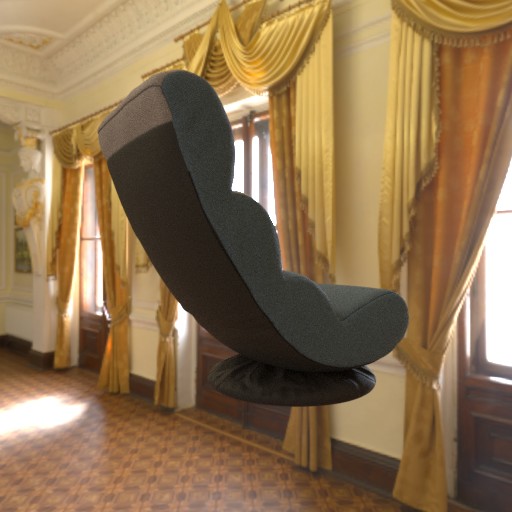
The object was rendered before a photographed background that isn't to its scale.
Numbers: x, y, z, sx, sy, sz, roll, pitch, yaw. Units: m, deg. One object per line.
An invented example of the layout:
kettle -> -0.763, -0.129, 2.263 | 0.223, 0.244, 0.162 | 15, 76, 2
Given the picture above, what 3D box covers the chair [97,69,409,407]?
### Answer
chair -> 0.000, 0.000, 1.057 | 0.661, 0.641, 0.420 | 0, -1, -34
